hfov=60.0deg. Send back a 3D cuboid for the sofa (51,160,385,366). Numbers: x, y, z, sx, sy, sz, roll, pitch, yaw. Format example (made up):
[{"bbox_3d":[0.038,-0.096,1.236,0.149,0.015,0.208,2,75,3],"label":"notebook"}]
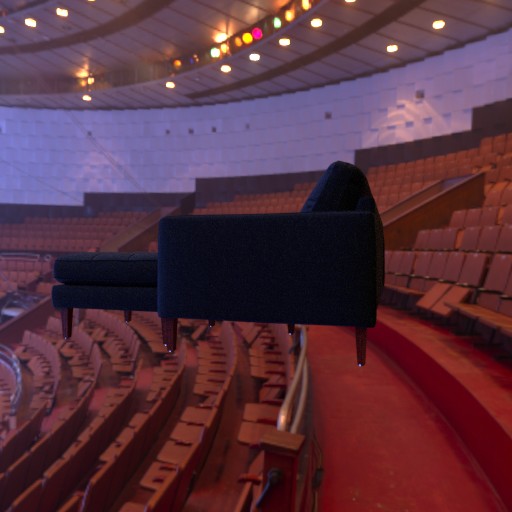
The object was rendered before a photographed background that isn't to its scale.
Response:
[{"bbox_3d":[0.000,0.000,2.940,1.613,0.841,2.185,0,1,17],"label":"sofa"}]
